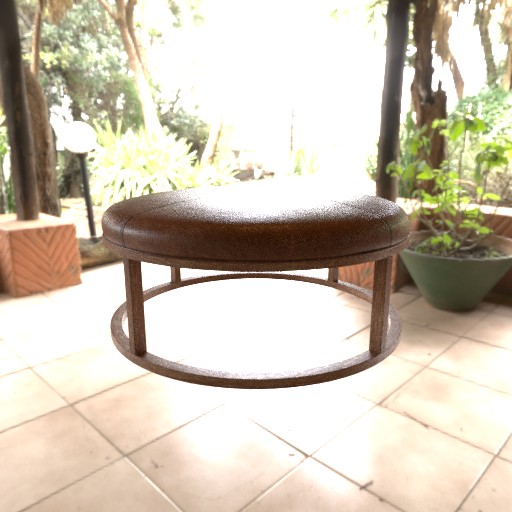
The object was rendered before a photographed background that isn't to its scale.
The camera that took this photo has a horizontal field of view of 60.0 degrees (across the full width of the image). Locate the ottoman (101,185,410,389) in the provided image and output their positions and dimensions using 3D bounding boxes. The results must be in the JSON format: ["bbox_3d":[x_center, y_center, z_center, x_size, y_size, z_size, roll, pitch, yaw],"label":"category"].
[{"bbox_3d":[0.000,0.000,1.541,1.006,0.445,1.006,0,14,0],"label":"ottoman"}]
